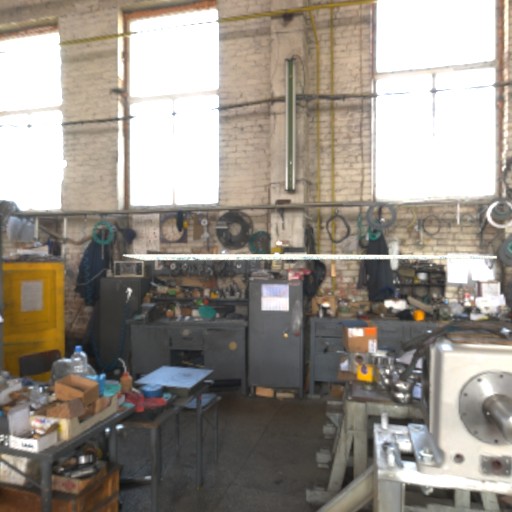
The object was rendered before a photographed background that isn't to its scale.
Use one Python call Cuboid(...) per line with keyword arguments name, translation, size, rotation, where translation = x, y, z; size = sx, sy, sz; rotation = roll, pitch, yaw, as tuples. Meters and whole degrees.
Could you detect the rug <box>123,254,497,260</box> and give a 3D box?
Cuboid(name="rug", translation=(0.000, 0.000, 2.280), size=(1.260, 0.009, 1.820), rotation=(0, 0, -18))
